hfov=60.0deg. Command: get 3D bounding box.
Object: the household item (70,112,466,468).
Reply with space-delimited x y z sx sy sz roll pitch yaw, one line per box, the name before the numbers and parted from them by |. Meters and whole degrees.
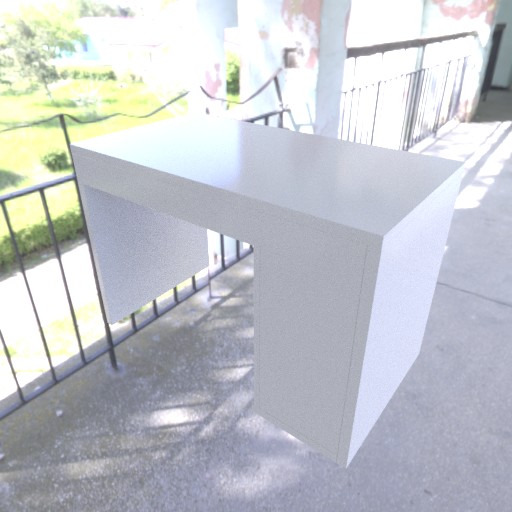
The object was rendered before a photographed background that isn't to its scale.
household item | 0.000 0.000 1.575 1.100 0.749 0.597 21 36 32
